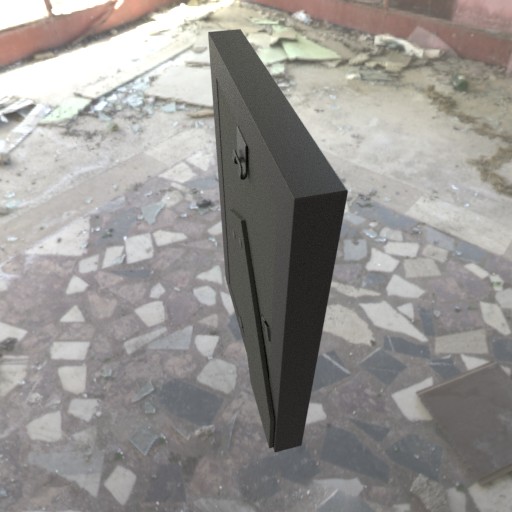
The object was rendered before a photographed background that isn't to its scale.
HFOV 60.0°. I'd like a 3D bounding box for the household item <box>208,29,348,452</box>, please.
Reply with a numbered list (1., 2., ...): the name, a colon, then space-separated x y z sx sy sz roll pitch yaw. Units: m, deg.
1. household item: 0.000 0.000 0.230 0.022 0.178 0.133 -10 46 -10
